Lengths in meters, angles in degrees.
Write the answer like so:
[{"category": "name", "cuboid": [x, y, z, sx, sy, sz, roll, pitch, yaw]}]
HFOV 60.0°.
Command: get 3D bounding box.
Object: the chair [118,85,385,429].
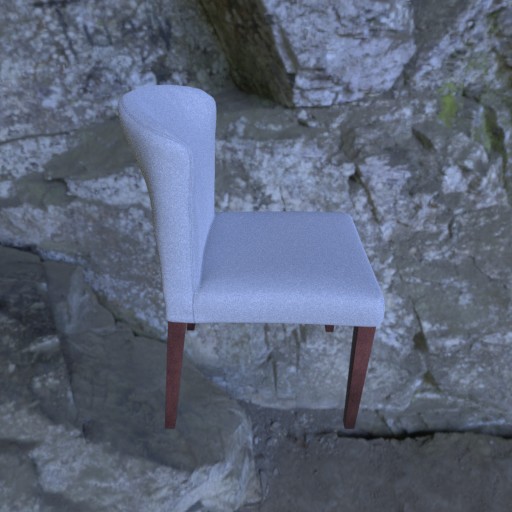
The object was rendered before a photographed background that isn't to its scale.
[{"category": "chair", "cuboid": [0.000, 0.000, 1.187, 0.592, 0.839, 0.491, 0, 30, 0]}]
